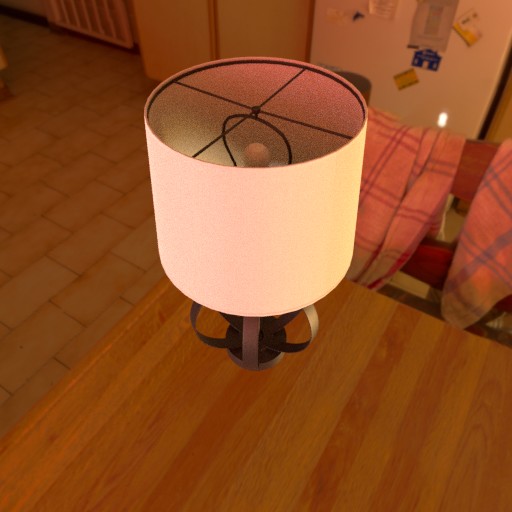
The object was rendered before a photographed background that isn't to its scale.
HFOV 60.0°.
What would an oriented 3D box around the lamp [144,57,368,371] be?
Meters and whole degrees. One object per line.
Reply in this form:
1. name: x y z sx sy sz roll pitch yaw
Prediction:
1. lamp: 0.000 0.000 0.692 0.286 0.510 0.286 0 47 0
